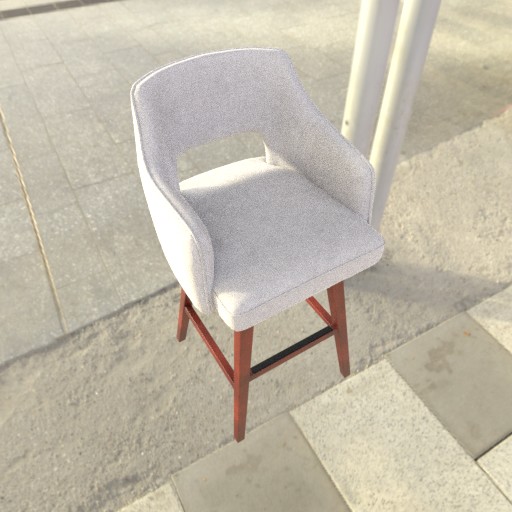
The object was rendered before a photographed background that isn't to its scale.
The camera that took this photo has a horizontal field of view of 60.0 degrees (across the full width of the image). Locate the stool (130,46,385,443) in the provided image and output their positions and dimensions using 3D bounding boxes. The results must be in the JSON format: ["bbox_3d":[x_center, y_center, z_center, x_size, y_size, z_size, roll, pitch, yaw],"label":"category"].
[{"bbox_3d":[0.000,0.000,1.327,0.548,1.012,0.558,-24,50,-22],"label":"stool"}]
